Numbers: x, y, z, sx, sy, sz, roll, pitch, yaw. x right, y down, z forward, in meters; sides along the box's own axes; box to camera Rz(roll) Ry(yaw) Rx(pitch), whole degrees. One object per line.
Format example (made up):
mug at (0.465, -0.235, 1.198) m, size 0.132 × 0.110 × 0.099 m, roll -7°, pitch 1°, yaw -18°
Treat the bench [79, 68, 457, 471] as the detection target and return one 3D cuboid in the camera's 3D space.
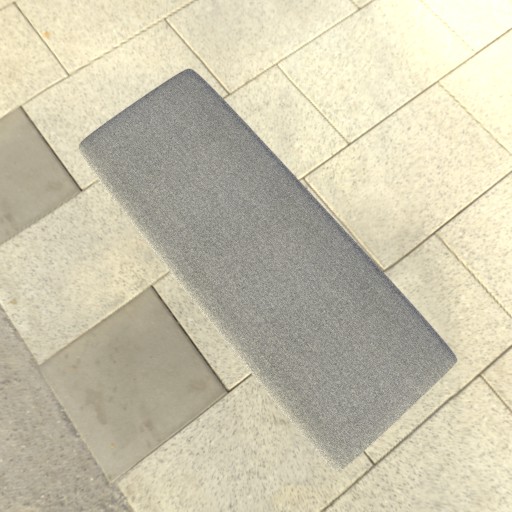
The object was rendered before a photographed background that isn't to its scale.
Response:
bench at (0.000, 0.000, 1.847) m, size 0.631 × 0.384 × 1.598 m, roll -39°, pitch 79°, yaw -9°
